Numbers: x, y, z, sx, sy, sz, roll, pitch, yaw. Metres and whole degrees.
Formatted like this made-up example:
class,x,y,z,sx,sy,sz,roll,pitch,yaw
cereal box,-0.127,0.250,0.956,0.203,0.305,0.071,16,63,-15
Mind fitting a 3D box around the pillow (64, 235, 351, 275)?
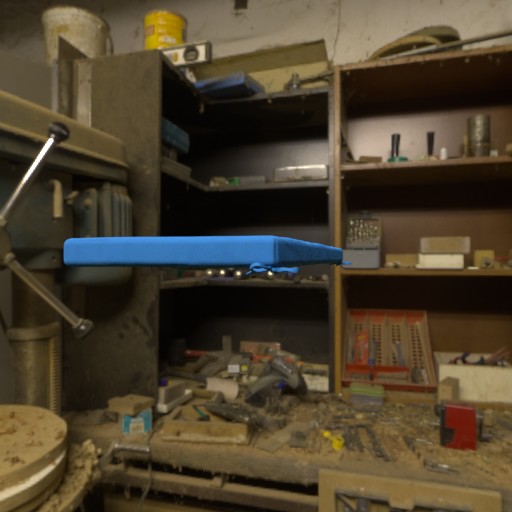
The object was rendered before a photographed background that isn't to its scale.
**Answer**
class,x,y,z,sx,sy,sz,roll,pitch,yaw
pillow,0.000,0.000,1.380,0.492,0.081,1.187,0,0,17
